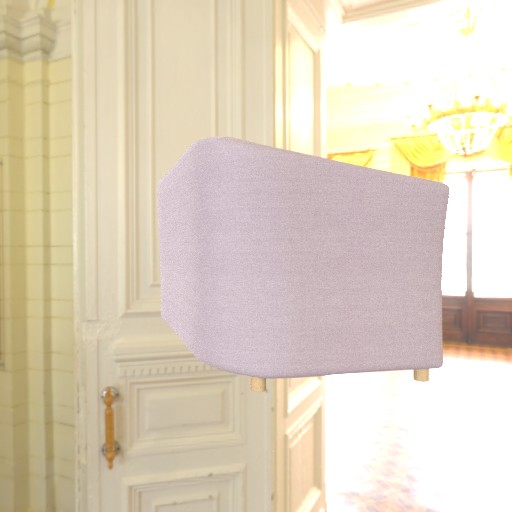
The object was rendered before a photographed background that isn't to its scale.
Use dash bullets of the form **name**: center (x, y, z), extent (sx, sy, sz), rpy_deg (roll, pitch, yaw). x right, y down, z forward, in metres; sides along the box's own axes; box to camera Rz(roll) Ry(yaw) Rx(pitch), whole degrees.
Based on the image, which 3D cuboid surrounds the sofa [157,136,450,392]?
- **sofa**: center (0.000, 0.000, 1.850), extent (0.705, 0.721, 1.452), rpy_deg (0, 1, -19)
